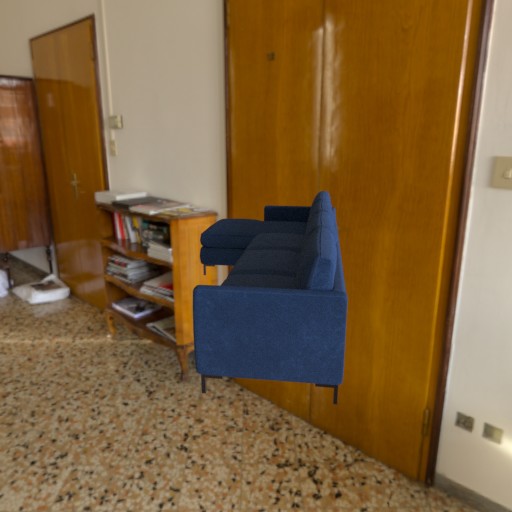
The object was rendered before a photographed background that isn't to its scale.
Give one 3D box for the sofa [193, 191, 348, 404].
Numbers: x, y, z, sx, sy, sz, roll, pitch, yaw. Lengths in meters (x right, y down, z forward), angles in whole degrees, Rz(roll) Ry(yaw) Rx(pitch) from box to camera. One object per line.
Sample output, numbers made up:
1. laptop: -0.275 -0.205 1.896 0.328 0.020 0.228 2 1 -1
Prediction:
1. sofa: 0.000 0.000 3.075 1.128 0.679 2.450 2 15 8
